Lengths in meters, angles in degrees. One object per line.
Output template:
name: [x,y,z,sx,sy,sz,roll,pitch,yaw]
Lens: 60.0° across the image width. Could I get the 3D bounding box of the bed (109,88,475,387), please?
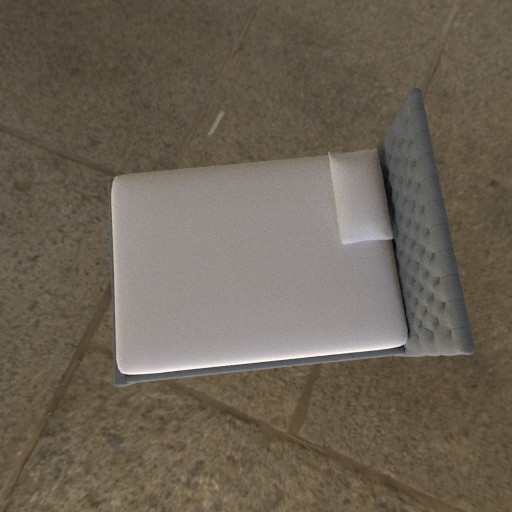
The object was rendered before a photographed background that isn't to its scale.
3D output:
bed: [0.000,0.000,3.310,2.335,1.411,1.698,-6,77,-1]
